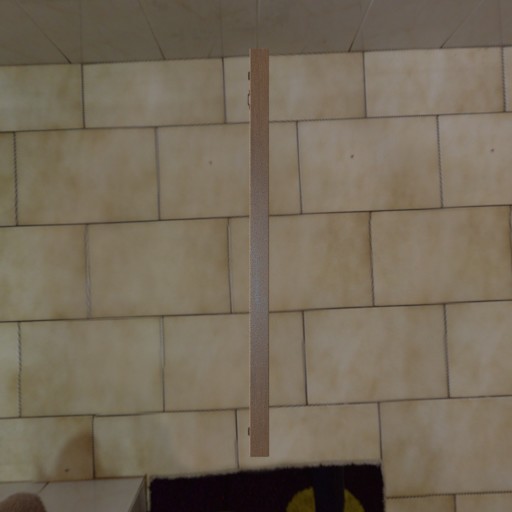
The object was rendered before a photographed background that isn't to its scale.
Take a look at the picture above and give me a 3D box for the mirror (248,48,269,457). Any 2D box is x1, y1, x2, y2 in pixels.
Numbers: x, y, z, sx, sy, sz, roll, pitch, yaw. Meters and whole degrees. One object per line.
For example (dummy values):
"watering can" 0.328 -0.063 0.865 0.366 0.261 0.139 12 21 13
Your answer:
"mirror" 0.000 0.000 1.334 0.040 1.016 0.762 0 89 0
